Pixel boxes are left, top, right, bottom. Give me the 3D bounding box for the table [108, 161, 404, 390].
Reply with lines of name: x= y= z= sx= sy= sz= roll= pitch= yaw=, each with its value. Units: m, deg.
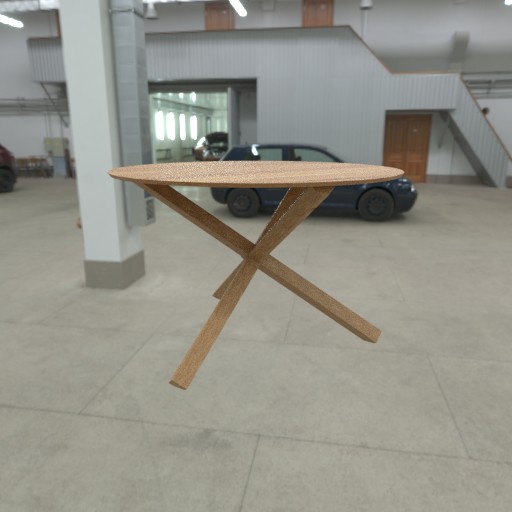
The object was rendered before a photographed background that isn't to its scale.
table: x=0.000 y=0.000 z=1.715 sx=1.038 sy=0.666 sz=1.038 roll=0 pitch=15 yaw=0
